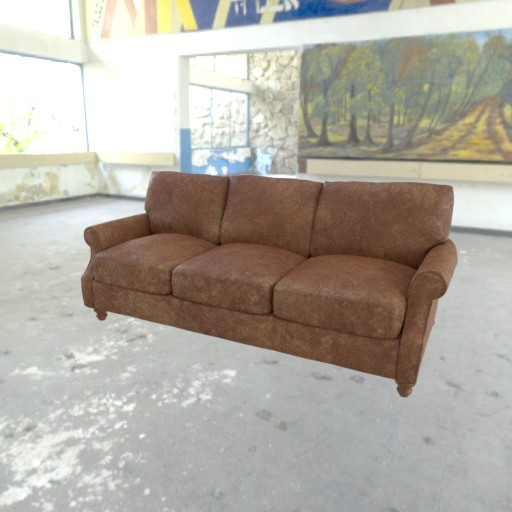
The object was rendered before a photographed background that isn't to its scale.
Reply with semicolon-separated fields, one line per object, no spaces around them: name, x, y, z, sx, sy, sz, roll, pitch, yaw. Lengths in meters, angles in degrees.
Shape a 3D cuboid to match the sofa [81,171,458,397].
sofa;0.000;0.000;2.861;2.351;0.977;0.973;8;17;26
